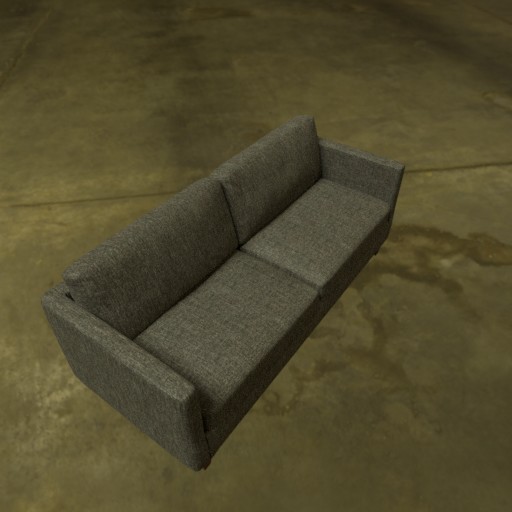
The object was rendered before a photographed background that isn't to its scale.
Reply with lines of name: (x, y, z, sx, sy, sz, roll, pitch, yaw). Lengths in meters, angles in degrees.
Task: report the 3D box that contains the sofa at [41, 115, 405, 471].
sofa: (0.000, 0.000, 2.693, 0.948, 0.960, 2.208, 26, 48, 26)
